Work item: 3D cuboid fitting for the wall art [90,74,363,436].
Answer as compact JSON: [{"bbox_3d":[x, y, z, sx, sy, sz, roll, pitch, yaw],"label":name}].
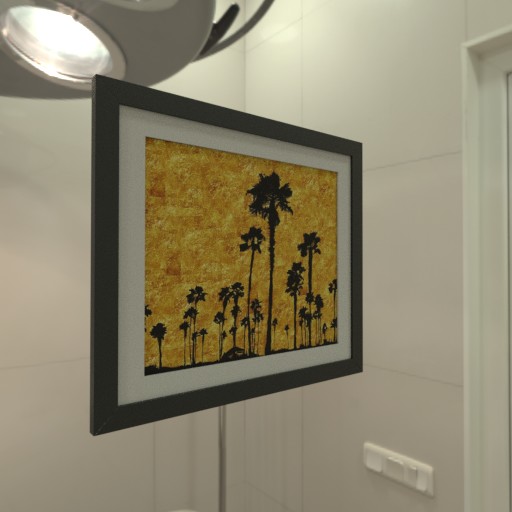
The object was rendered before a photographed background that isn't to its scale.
[{"bbox_3d":[0.000,0.000,0.527,0.383,0.332,0.012,1,-1,-38],"label":"wall art"}]
